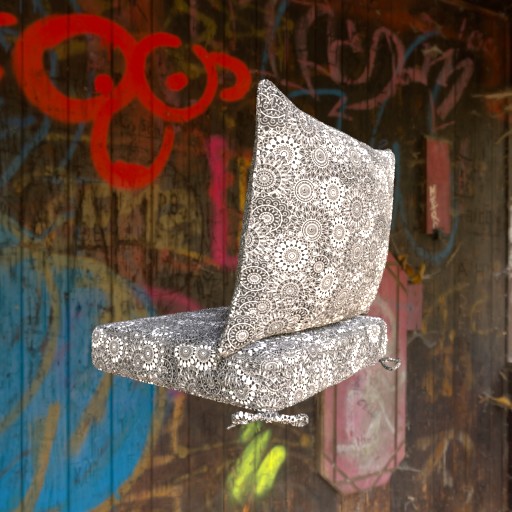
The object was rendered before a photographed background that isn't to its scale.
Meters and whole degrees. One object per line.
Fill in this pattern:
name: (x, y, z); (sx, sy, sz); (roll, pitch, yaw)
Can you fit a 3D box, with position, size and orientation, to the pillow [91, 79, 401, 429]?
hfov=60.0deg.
pillow: (0.000, 0.000, 1.355); (0.740, 0.722, 0.798); (0, 0, 36)
